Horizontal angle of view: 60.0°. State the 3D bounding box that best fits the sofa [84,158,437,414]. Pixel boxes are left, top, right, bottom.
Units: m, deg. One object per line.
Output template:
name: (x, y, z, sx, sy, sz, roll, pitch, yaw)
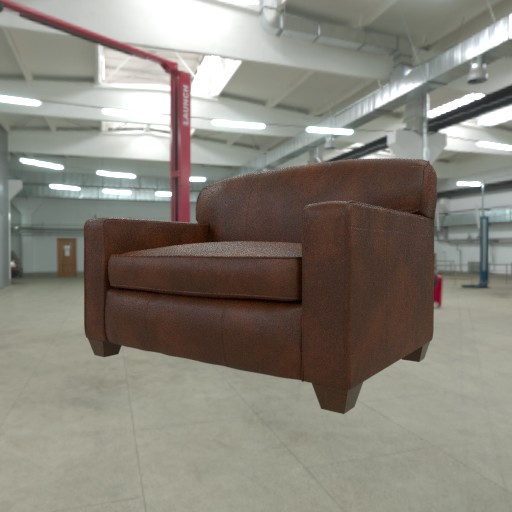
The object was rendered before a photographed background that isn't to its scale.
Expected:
sofa: (0.000, 0.000, 2.085, 1.413, 0.956, 1.000, 1, 1, 36)
